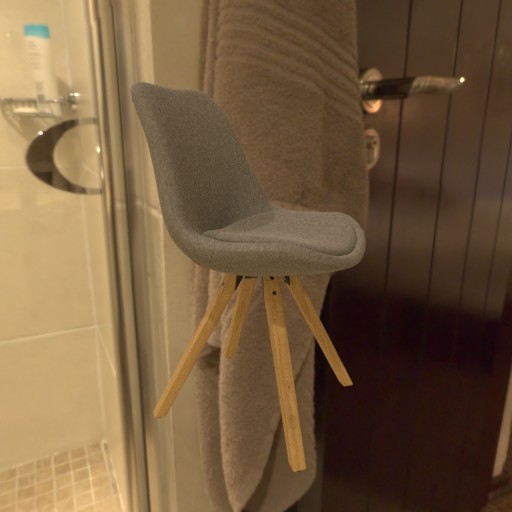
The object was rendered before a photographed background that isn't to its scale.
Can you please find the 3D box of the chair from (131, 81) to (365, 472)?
[{"bbox_3d":[0.000,0.000,1.173,0.550,0.865,0.483,8,17,26],"label":"chair"}]
